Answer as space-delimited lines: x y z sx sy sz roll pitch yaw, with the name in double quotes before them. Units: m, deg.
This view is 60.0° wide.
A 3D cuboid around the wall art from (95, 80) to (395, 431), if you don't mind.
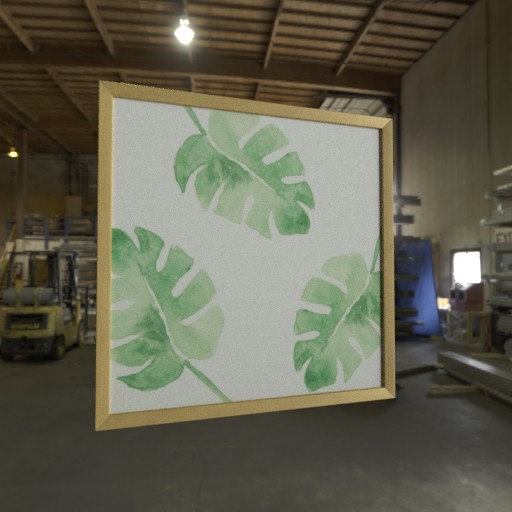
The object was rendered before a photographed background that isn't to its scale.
"wall art" 0.000 0.000 0.451 0.305 0.305 0.038 1 -2 -19
